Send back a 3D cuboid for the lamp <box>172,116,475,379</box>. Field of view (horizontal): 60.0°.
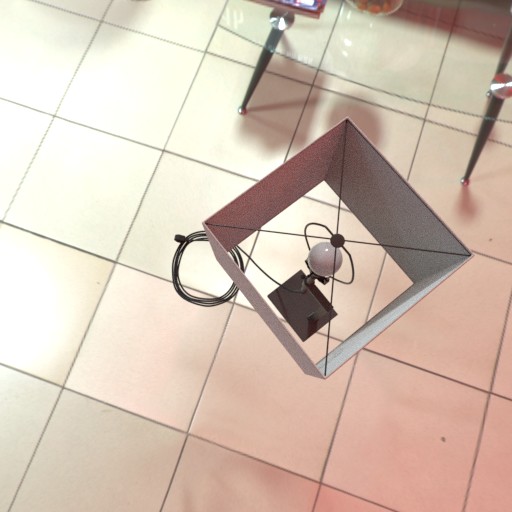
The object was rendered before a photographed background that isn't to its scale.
[{"bbox_3d":[0.000,0.000,0.969,0.399,0.660,0.504,-37,79,-8],"label":"lamp"}]
